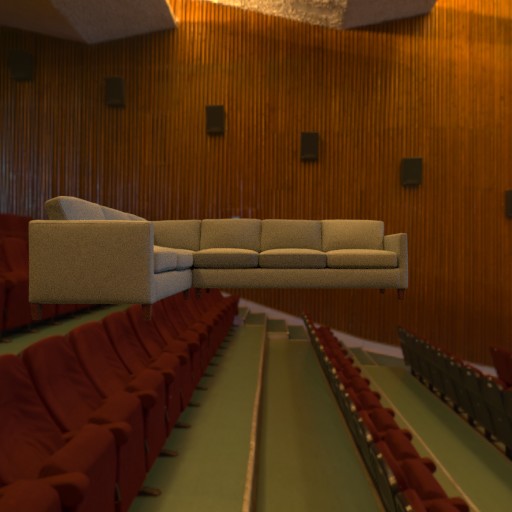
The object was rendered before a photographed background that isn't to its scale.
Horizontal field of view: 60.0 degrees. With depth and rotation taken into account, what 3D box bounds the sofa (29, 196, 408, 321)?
[{"bbox_3d":[0.000,0.000,4.452,3.301,0.947,2.592,0,0,2],"label":"sofa"}]
